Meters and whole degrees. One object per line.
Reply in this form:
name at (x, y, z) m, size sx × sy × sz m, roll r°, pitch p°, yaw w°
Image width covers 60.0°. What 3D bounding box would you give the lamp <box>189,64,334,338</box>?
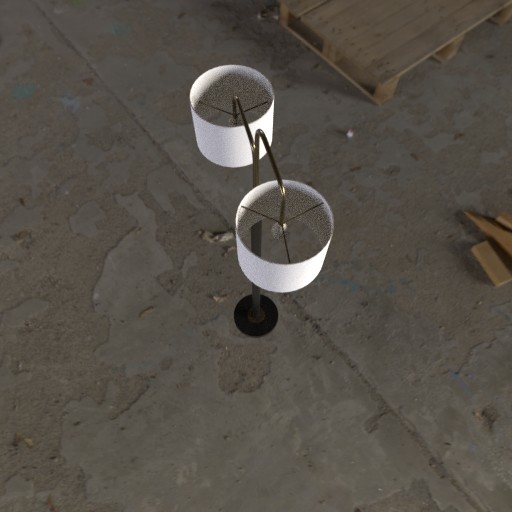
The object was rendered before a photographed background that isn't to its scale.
lamp at (0.000, 0.000, 1.825) m, size 0.254 × 1.587 × 0.711 m, roll -17°, pitch 65°, yaw -8°
